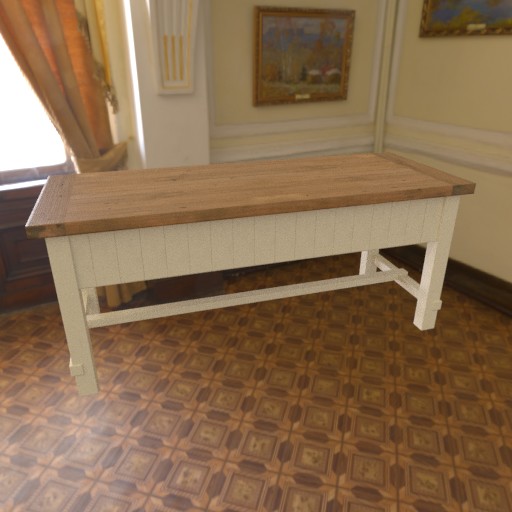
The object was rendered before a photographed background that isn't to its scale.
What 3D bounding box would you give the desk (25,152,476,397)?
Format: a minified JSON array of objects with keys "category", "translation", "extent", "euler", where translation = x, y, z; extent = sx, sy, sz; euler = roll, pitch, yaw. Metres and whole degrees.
[{"category":"desk","translation":[0.000,0.000,2.160],"extent":[1.803,0.762,0.688],"euler":[-7,26,-15]}]
